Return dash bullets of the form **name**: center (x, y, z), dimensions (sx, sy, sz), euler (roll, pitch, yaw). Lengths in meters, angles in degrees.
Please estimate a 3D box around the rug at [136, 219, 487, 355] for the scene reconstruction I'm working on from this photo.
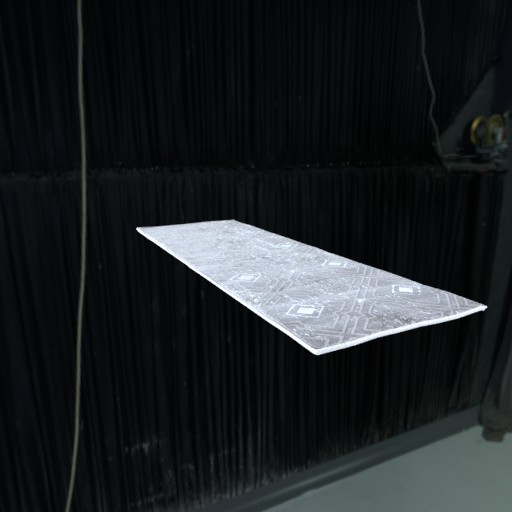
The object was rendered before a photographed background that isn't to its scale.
- **rug**: center (0.000, 0.000, 2.597), dimensions (0.832, 0.035, 2.381), euler (-7, 16, -27)
